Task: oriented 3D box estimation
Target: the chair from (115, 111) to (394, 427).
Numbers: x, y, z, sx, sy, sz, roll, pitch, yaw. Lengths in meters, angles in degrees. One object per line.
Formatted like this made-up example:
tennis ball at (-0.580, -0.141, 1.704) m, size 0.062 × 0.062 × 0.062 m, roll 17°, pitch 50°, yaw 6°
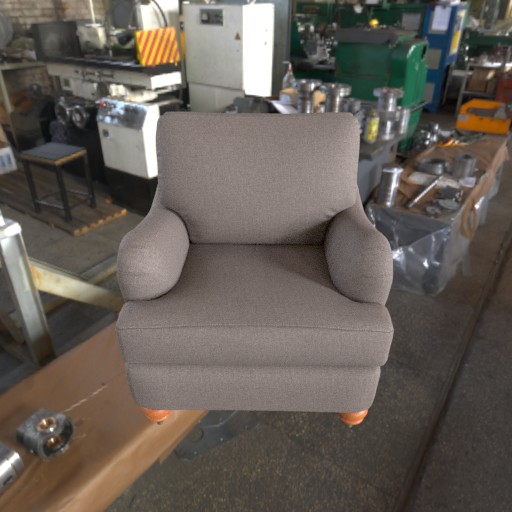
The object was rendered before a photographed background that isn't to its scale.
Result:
chair at (0.000, 0.000, 1.856) m, size 0.955 × 1.038 × 1.070 m, roll 1°, pitch 30°, yaw 1°
